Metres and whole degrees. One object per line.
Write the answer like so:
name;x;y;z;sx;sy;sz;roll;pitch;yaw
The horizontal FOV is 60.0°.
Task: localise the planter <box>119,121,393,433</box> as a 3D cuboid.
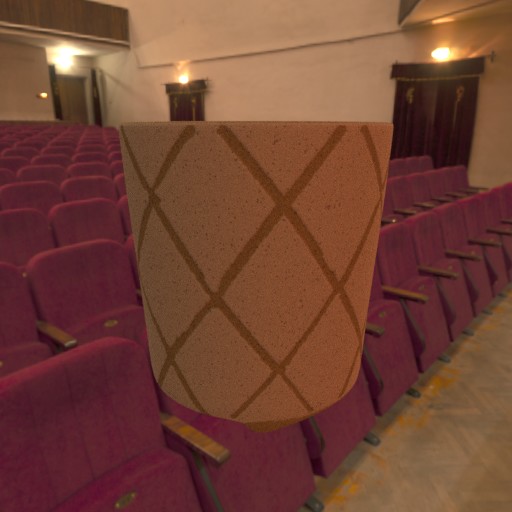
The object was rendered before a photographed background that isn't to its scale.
planter;0.000;0.000;0.347;0.191;0.199;0.191;0;16;0
